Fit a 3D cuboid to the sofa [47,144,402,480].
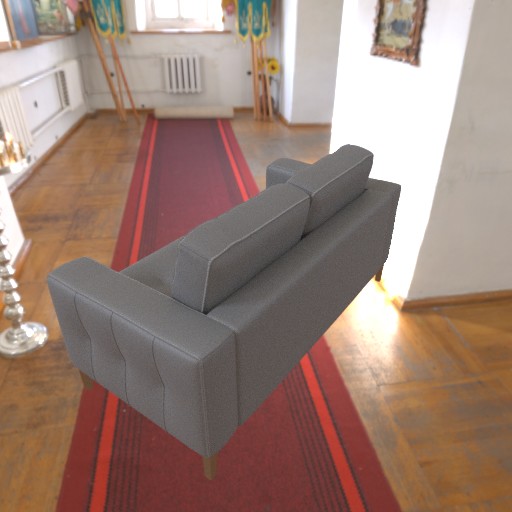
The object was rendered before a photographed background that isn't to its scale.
[{"bbox_3d":[0.000,0.000,2.194,0.833,0.892,1.726,21,37,30],"label":"sofa"}]
